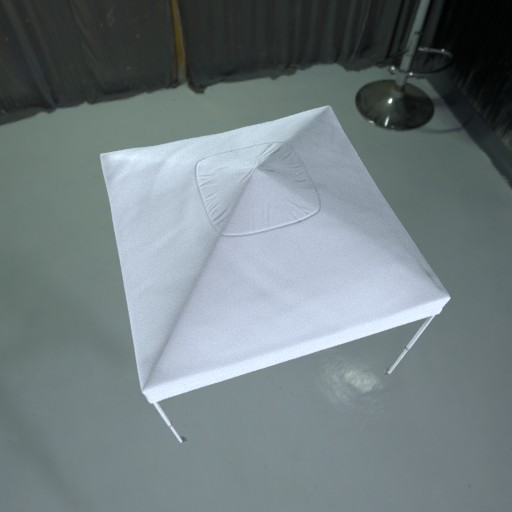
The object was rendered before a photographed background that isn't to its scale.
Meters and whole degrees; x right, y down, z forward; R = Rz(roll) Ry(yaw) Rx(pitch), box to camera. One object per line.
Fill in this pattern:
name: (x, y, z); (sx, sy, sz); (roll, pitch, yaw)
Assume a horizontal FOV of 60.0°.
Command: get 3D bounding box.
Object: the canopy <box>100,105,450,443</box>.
canopy: (0.000, 0.000, 5.387); (2.996, 2.997, 2.998); (-15, 58, -10)
